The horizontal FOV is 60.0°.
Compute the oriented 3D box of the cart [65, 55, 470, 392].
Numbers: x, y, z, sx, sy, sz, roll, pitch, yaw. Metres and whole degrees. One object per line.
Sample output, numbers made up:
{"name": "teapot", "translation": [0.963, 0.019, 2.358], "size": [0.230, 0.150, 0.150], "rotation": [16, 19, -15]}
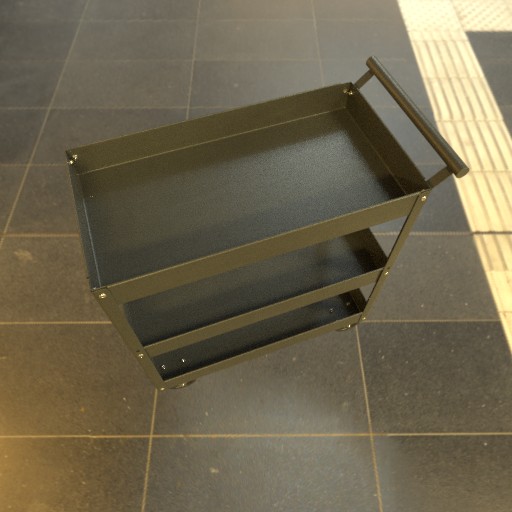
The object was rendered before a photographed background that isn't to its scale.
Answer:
{"name": "cart", "translation": [0.000, 0.000, 1.177], "size": [0.719, 0.780, 0.366], "rotation": [-17, 59, -10]}
